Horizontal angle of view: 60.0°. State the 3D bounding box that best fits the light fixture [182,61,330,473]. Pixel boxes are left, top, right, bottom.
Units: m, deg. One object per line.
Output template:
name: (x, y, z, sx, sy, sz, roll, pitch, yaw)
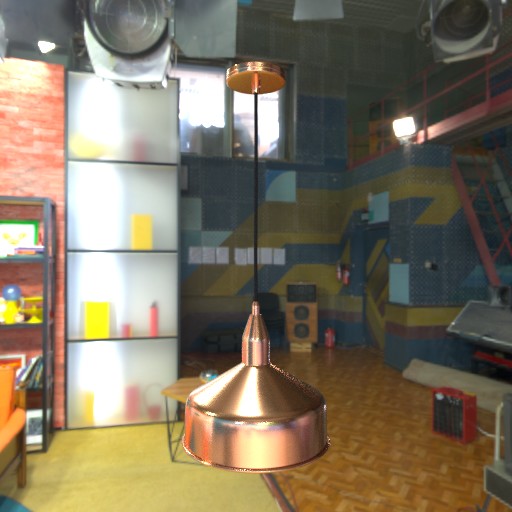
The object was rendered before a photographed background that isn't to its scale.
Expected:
light fixture: (0.000, 0.000, 0.916, 0.301, 0.754, 0.301, -1, -1, 36)
